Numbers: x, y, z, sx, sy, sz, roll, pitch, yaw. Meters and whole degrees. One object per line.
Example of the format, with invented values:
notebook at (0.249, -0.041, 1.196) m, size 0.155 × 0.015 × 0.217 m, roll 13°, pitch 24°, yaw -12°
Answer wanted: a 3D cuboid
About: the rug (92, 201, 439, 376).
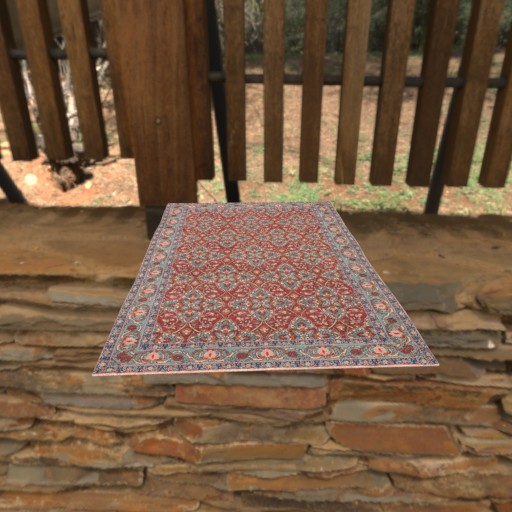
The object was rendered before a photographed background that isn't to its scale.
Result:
rug at (0.000, 0.000, 3.045) m, size 1.533 × 0.011 × 2.439 m, roll -1°, pitch 24°, yaw -2°
